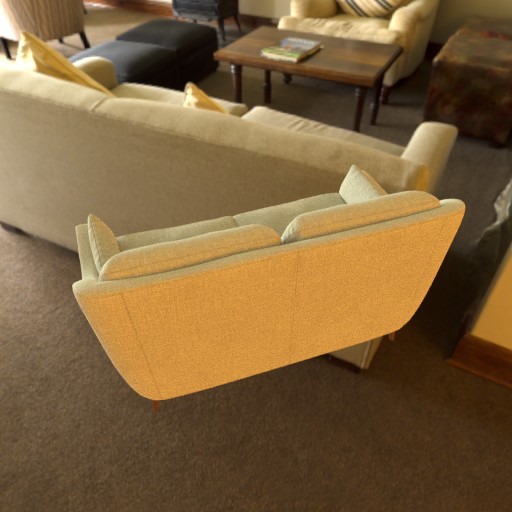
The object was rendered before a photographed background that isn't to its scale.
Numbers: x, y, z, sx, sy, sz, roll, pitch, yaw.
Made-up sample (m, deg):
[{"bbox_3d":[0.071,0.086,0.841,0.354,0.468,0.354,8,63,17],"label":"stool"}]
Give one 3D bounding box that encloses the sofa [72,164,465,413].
[{"bbox_3d":[0.000,0.000,2.217,1.652,0.888,0.965,-13,44,-14],"label":"sofa"}]
